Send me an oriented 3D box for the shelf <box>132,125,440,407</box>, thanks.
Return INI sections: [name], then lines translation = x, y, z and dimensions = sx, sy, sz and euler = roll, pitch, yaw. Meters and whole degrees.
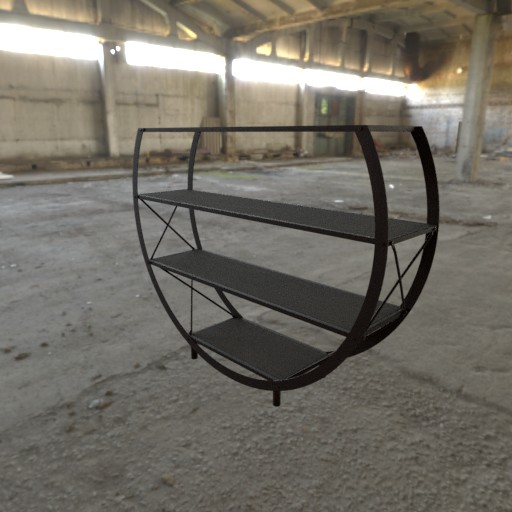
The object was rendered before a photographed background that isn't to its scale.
[shelf]
translation = 0.000, 0.000, 1.905
dimensions = 0.344, 1.063, 1.403
euler = -15, 21, -43
